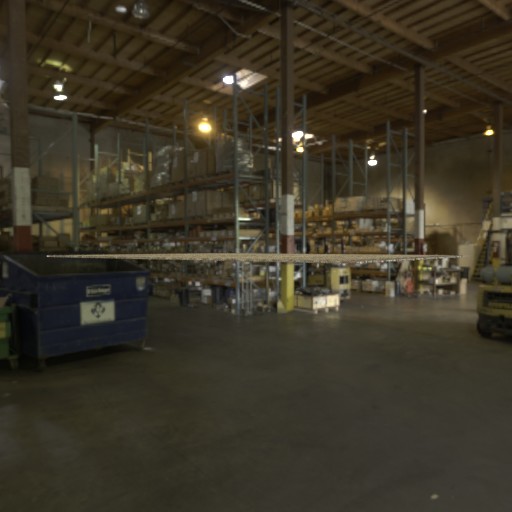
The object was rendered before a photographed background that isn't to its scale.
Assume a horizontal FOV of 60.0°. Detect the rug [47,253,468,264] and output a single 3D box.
[{"bbox_3d":[0.000,0.000,4.269,3.291,0.017,2.431,1,1,38],"label":"rug"}]
